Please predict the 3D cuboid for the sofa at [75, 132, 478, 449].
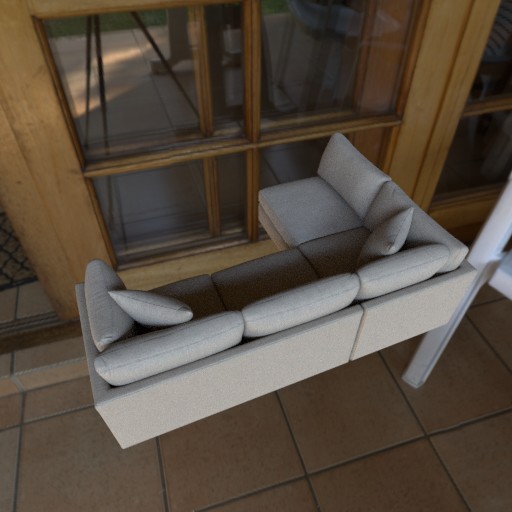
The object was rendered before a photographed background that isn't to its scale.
[{"bbox_3d":[0.000,0.000,3.802,2.896,0.978,1.994,-16,47,-16],"label":"sofa"}]
